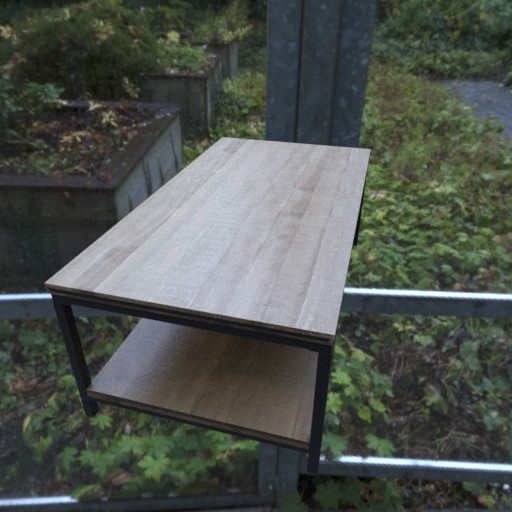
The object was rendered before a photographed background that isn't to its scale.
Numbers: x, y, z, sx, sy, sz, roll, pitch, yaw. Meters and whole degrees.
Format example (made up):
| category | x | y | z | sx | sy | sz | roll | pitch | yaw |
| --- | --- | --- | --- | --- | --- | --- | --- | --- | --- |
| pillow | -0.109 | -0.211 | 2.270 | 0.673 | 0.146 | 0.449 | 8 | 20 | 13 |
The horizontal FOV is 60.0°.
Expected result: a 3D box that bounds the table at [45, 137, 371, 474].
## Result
| category | x | y | z | sx | sy | sz | roll | pitch | yaw |
| --- | --- | --- | --- | --- | --- | --- | --- | --- | --- |
| table | 0.000 | 0.000 | 1.351 | 0.574 | 0.393 | 1.062 | 8 | 32 | 13 |
